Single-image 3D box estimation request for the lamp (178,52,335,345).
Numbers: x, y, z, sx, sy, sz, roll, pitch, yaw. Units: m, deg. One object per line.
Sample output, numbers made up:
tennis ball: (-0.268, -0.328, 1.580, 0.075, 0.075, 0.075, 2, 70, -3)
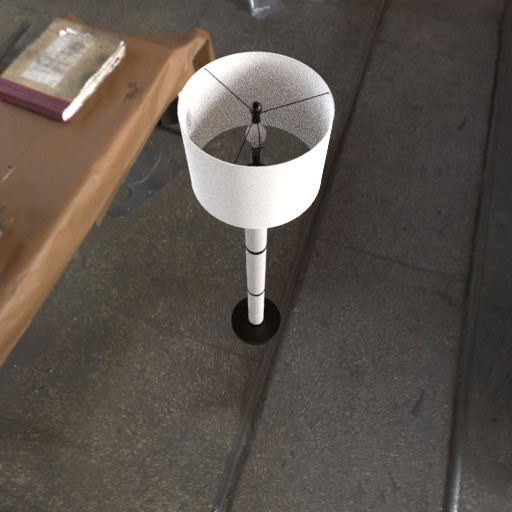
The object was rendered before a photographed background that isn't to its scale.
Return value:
lamp: (0.000, 0.000, 1.766, 0.377, 1.599, 0.377, -13, 64, -7)
